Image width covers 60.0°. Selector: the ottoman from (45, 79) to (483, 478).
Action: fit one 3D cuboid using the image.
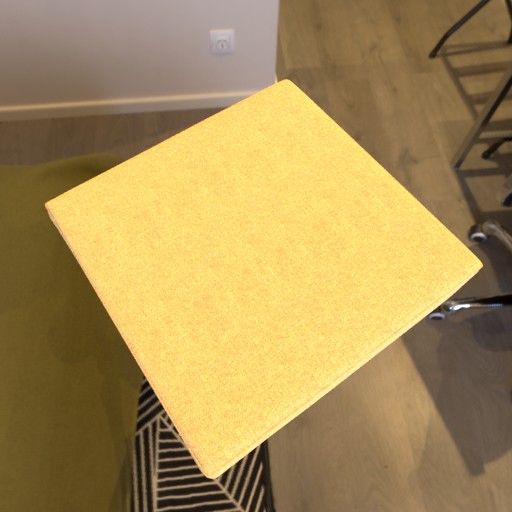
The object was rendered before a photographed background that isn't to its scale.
[{"bbox_3d":[0.000,0.000,1.485,0.981,0.378,0.970,-32,67,-15],"label":"ottoman"}]
